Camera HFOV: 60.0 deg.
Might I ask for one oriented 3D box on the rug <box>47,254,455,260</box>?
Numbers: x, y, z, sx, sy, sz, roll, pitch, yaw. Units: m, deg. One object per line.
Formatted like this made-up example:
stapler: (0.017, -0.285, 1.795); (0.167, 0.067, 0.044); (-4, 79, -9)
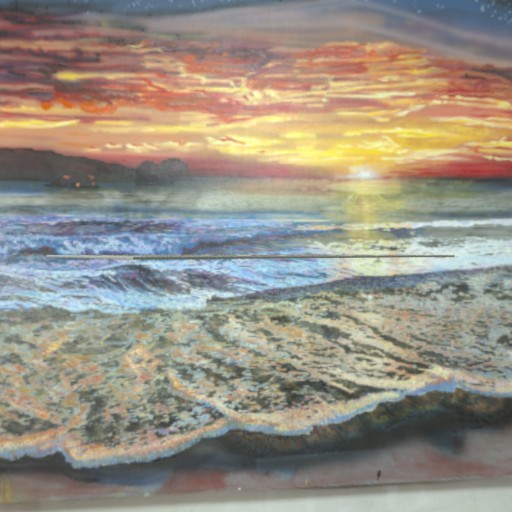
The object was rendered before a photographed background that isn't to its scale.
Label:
rug: (0.000, 0.000, 2.971); (2.290, 0.014, 1.526); (0, 0, -37)
